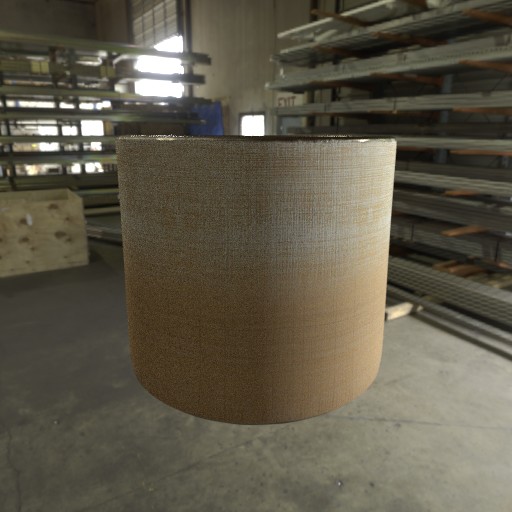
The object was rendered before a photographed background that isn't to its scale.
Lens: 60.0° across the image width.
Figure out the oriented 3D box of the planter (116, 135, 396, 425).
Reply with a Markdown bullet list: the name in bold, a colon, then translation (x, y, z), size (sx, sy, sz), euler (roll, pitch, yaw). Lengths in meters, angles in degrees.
- **planter**: translation (0.000, 0.000, 0.383), size (0.221, 0.201, 0.221), euler (0, 15, 0)
